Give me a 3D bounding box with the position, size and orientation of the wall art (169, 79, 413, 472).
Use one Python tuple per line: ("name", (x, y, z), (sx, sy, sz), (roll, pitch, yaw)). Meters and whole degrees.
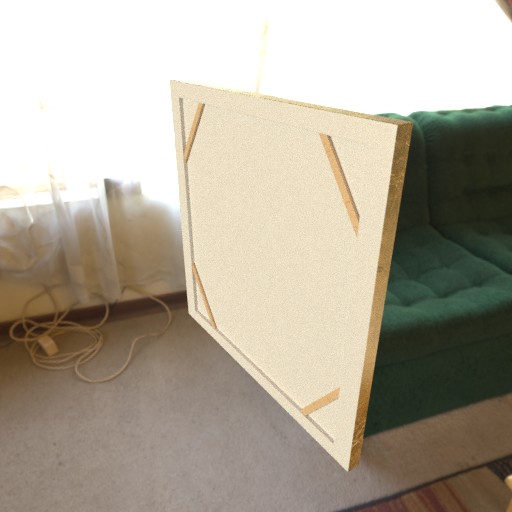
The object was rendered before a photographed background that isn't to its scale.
("wall art", (0.000, 0.000, 1.583), (0.051, 1.091, 1.092), (-18, 32, -31))
